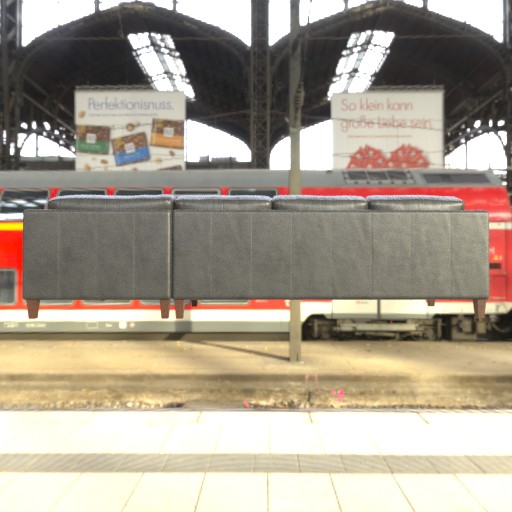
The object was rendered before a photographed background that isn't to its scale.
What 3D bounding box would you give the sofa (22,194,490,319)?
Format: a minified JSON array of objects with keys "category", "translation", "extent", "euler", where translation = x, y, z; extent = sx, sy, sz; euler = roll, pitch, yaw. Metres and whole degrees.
[{"category":"sofa","translation":[0.000,0.000,3.810],"extent":[3.203,0.883,1.581],"euler":[0,-1,-1]}]
